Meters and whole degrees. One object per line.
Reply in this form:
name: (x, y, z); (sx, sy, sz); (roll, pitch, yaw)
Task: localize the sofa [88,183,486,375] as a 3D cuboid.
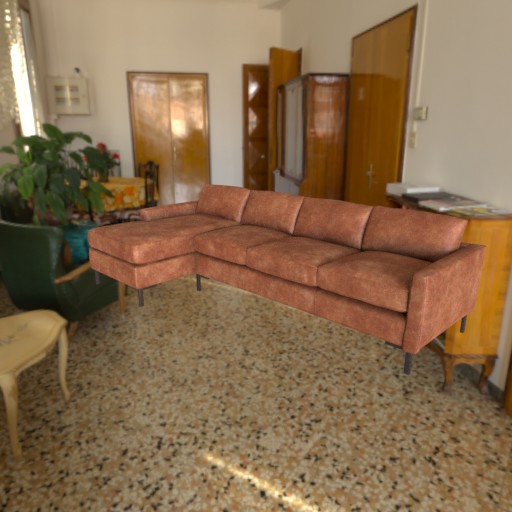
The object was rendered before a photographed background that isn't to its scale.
sofa: (0.000, 0.000, 3.584); (2.993, 0.859, 1.471); (15, 22, 43)
